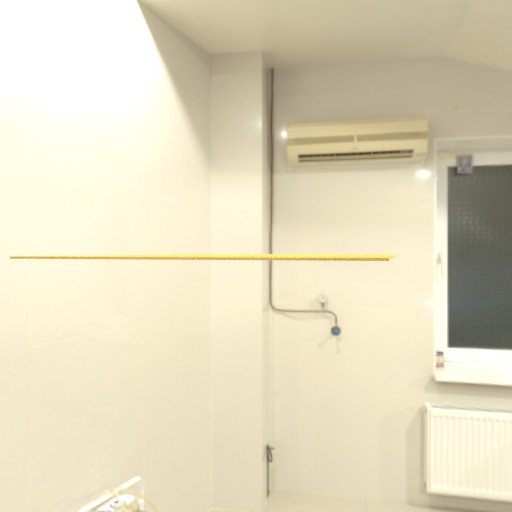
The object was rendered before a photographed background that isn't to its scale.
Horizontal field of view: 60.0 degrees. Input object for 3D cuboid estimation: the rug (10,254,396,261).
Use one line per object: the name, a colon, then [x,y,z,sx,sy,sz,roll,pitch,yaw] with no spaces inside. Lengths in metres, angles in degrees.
rug: [0.000,0.000,4.186,2.486,0.015,3.242,0,1,18]
